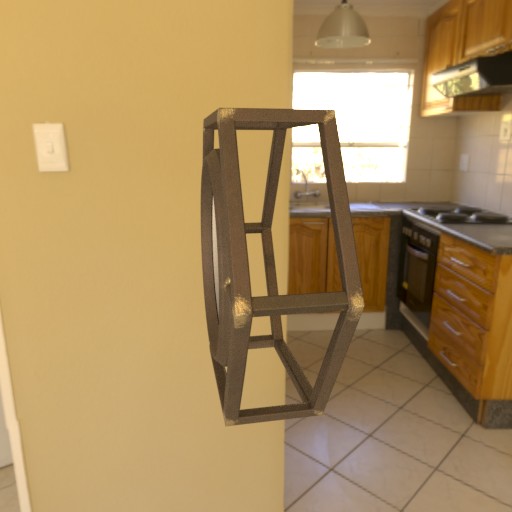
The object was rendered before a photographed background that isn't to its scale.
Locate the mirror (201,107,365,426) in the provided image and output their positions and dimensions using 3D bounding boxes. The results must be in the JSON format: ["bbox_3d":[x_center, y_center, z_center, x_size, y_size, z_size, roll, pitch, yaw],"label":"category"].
[{"bbox_3d":[0.000,0.000,0.551,0.119,0.334,0.380,-3,14,-11],"label":"mirror"}]
